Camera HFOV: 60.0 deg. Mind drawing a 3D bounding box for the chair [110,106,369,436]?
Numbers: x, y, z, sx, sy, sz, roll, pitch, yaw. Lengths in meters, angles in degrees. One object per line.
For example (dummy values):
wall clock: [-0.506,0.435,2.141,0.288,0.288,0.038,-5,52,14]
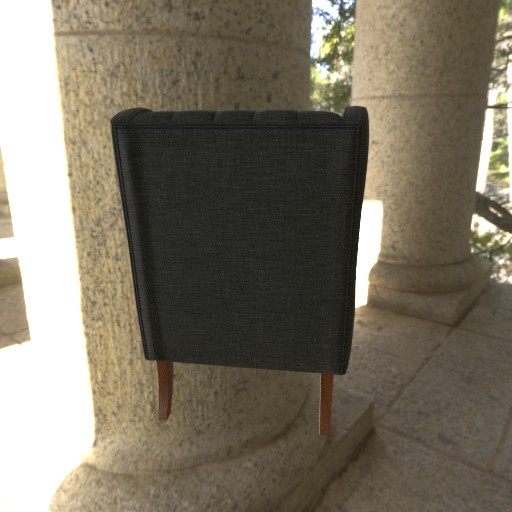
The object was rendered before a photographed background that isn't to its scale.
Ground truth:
chair: [0.000,0.000,1.525,0.711,0.953,0.775,2,16,8]
